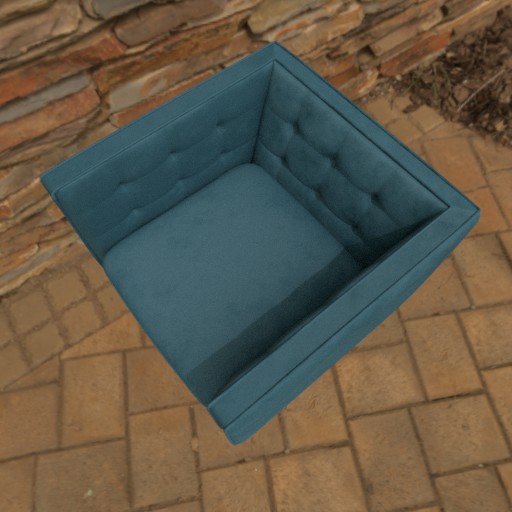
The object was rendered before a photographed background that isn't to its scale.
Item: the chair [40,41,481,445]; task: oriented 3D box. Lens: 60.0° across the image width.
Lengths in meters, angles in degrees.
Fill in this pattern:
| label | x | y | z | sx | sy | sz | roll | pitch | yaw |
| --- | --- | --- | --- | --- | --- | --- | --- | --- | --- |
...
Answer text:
| label | x | y | z | sx | sy | sz | roll | pitch | yaw |
| --- | --- | --- | --- | --- | --- | --- | --- | --- | --- |
| chair | 0.000 | 0.000 | 1.535 | 0.894 | 0.790 | 0.880 | -36 | 70 | -16 |
